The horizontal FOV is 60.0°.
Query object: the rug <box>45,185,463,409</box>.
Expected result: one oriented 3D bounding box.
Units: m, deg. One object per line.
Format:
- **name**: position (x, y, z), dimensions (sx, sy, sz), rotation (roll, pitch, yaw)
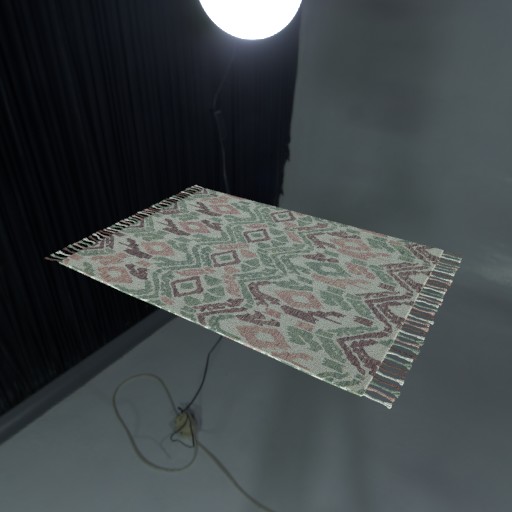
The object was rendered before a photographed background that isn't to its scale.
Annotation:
- **rug**: position (0.000, 0.000, 2.305), dimensions (1.829, 0.010, 1.219), rotation (18, 35, 28)
